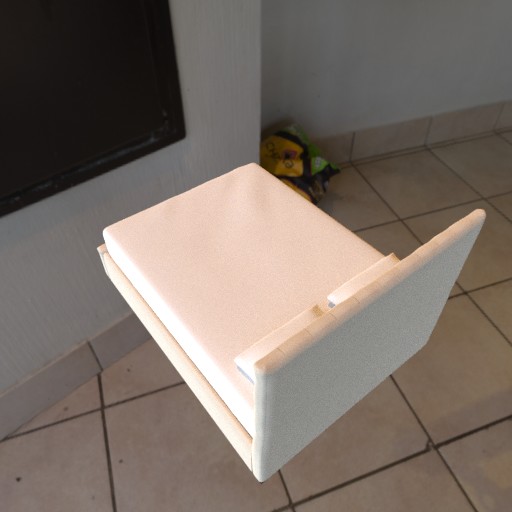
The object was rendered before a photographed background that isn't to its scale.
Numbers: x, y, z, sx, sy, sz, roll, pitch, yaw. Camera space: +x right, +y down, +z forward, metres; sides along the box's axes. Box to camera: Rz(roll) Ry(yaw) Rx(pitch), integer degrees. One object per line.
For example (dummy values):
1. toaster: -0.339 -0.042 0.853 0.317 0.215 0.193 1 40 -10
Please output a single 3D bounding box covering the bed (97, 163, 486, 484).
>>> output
1. bed: 0.000 0.000 3.293 1.696 1.426 2.233 -29 52 -26
